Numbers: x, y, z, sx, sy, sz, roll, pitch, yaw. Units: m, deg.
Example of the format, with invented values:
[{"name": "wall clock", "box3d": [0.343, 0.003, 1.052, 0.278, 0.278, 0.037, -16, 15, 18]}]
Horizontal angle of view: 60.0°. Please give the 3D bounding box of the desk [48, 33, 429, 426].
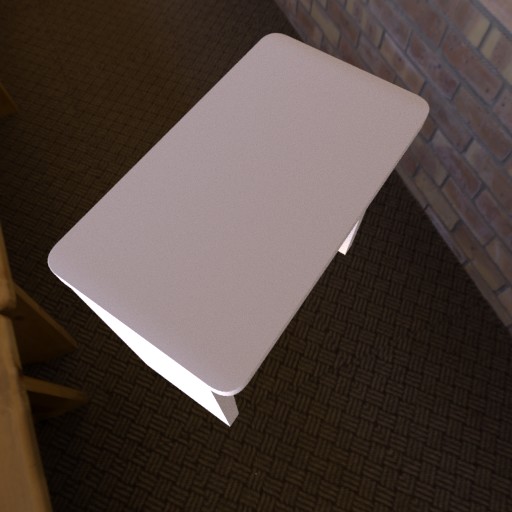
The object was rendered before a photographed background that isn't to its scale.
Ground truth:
[{"name": "desk", "box3d": [0.000, 0.000, 1.258, 0.446, 0.760, 0.790, 32, 68, 14]}]
